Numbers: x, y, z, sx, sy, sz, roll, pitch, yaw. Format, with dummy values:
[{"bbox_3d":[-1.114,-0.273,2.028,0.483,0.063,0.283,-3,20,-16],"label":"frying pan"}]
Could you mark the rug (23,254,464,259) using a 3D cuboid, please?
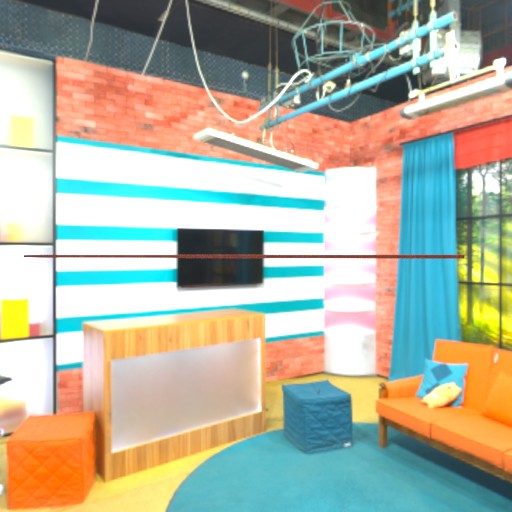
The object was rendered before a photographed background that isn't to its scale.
[{"bbox_3d":[0.000,0.000,2.311,1.829,0.014,1.219,0,0,18],"label":"rug"}]
